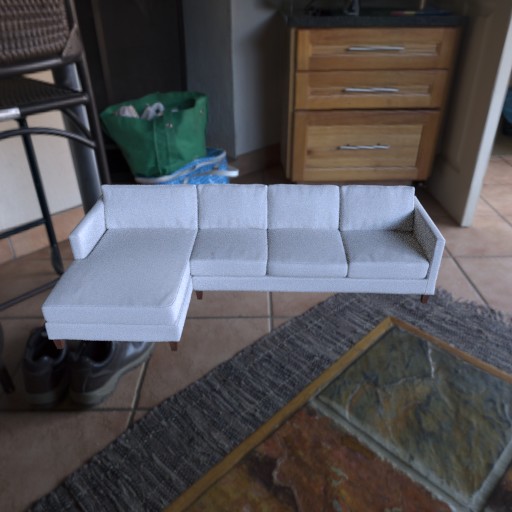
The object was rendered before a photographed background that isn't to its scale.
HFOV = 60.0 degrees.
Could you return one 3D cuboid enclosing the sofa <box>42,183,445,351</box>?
[{"bbox_3d":[0.000,0.000,3.929,3.186,0.861,1.625,1,31,1],"label":"sofa"}]
